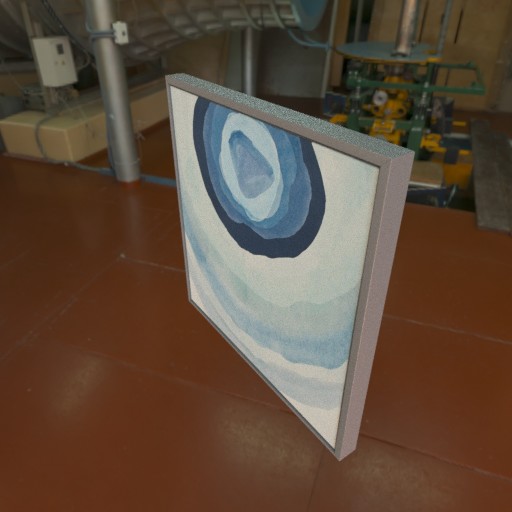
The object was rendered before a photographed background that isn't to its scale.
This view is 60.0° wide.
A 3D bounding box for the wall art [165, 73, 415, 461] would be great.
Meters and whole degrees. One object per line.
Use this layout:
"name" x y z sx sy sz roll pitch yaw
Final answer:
"wall art" 0.000 0.000 0.520 0.028 0.349 0.349 -21 38 -29
